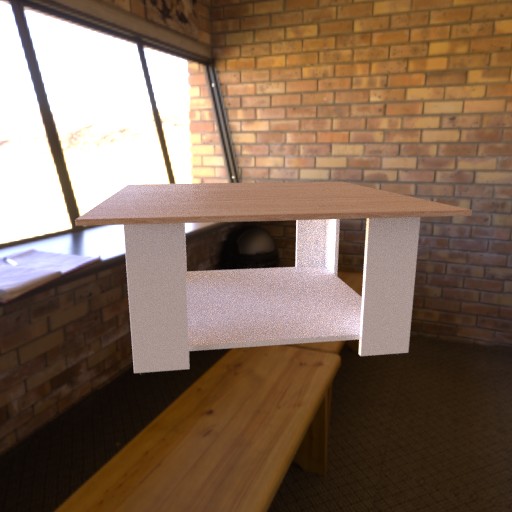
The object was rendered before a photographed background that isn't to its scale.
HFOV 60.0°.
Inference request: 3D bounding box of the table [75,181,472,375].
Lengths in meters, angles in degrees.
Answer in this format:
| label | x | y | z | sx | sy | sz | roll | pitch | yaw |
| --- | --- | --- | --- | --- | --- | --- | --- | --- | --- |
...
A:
| label | x | y | z | sx | sy | sz | roll | pitch | yaw |
| --- | --- | --- | --- | --- | --- | --- | --- | --- | --- |
| table | 0.000 | 0.000 | 1.091 | 0.670 | 0.305 | 0.670 | -2 | 14 | -9 |
